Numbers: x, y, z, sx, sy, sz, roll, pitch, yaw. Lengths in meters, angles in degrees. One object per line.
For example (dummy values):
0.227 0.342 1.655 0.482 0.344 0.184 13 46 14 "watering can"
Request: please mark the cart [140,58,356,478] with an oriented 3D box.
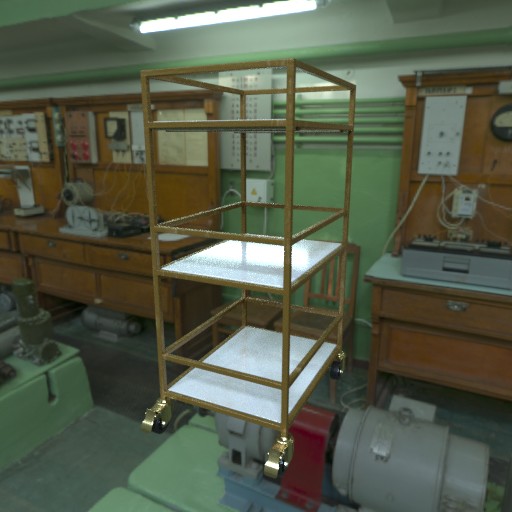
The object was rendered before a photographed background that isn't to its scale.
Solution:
0.000 0.000 1.009 0.332 0.761 0.483 7 16 25 "cart"
